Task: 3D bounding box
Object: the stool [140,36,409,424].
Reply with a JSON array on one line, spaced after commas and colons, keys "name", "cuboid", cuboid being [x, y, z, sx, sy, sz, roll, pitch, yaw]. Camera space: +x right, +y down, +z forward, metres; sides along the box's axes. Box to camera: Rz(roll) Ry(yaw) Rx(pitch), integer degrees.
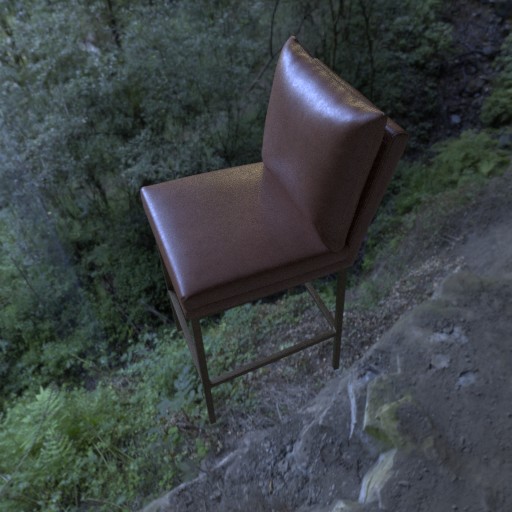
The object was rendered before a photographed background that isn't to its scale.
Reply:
[{"name": "stool", "cuboid": [0.000, 0.000, 1.395, 0.571, 1.124, 0.463, -17, 50, -15]}]
